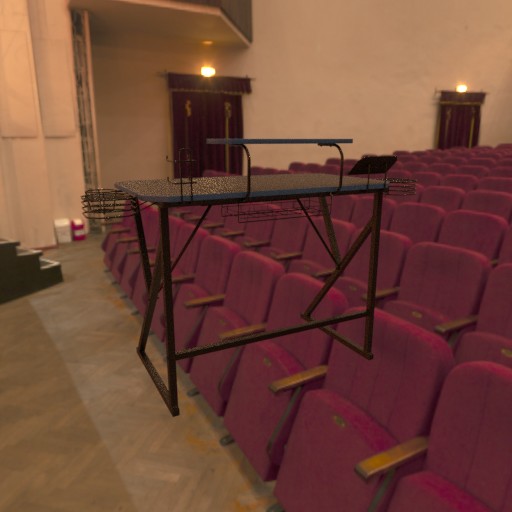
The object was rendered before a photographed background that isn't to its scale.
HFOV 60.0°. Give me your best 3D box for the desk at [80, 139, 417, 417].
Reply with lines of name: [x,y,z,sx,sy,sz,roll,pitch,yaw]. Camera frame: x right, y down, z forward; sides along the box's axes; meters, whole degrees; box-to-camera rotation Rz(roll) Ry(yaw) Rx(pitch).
desk: [0.000,0.000,1.779,1.295,0.909,0.594,-8,17,-27]
